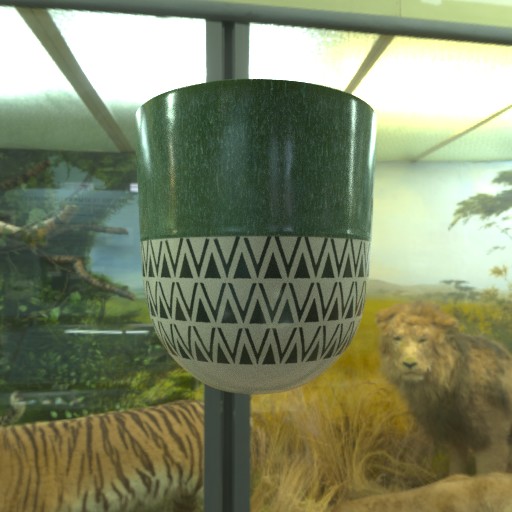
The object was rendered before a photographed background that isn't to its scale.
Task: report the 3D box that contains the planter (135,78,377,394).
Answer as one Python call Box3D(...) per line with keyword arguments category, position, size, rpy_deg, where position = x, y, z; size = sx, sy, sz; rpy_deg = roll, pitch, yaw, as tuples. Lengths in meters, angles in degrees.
Box3D(category="planter", position=(0.000, 0.000, 0.367), size=(0.195, 0.214, 0.195), rpy_deg=(0, -1, 0))
